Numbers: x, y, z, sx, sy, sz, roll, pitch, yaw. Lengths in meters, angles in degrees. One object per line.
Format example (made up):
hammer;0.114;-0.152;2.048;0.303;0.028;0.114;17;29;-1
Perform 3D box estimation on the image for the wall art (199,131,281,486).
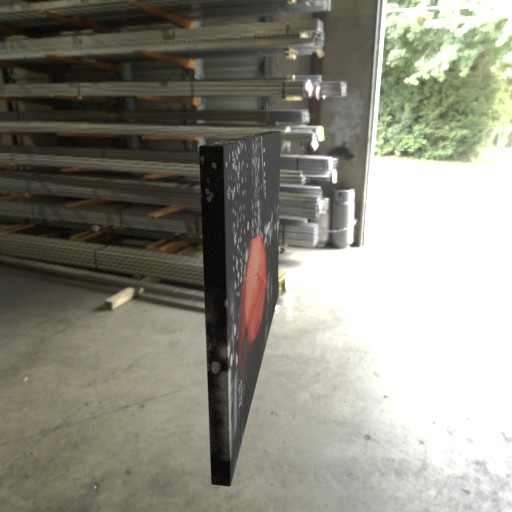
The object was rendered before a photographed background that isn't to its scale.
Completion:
wall art;0.000;0.000;1.159;0.038;0.609;0.914;2;17;8
